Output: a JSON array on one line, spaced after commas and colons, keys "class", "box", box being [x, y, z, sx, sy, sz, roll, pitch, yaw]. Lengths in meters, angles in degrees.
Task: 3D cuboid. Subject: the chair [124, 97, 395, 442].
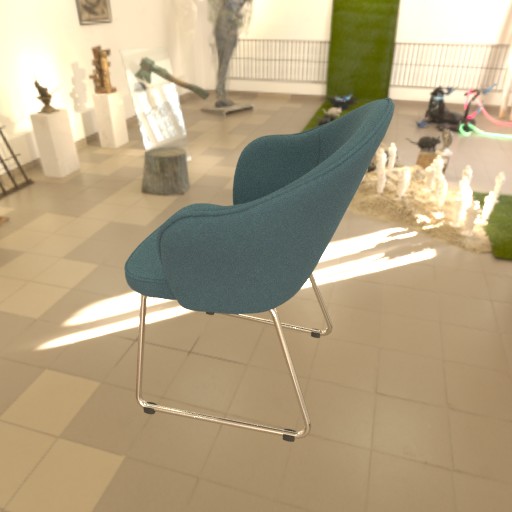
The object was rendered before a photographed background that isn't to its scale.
[{"class": "chair", "box": [0.000, 0.000, 1.168, 0.585, 0.815, 0.570, 8, 31, 14]}]
